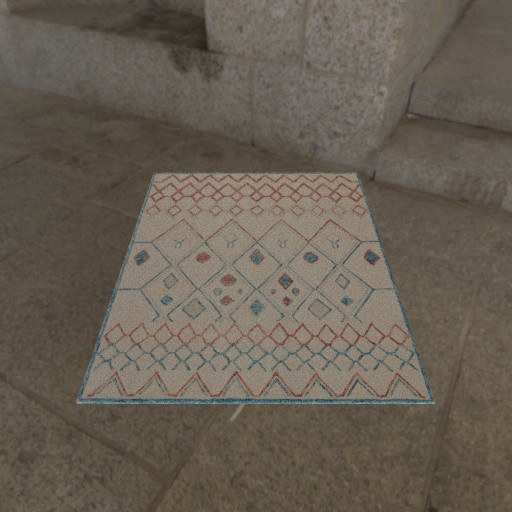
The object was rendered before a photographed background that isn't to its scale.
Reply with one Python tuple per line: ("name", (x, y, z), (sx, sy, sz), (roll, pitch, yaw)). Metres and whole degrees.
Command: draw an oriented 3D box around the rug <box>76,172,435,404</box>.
("rug", (0.000, 0.000, 4.155), (2.441, 0.016, 3.050), (0, 41, 0))
